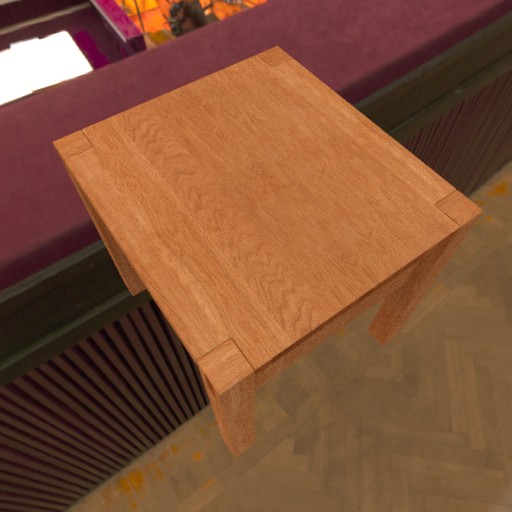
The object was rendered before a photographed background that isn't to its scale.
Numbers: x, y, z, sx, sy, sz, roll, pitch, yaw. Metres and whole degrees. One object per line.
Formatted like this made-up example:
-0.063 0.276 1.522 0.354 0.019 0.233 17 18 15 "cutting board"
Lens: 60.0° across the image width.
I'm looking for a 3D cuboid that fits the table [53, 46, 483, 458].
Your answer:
0.000 0.000 0.844 0.440 0.450 0.480 -31 63 -18 "table"
